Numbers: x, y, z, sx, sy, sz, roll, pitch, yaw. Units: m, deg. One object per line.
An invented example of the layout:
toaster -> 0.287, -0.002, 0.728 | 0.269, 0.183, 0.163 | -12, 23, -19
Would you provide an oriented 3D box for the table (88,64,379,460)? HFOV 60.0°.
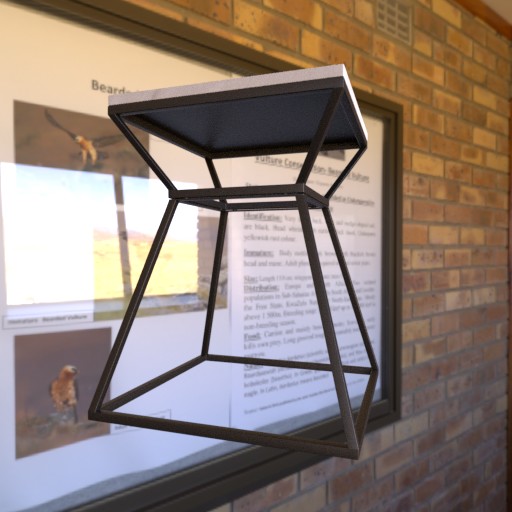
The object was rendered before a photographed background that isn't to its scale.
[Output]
table -> 0.000, 0.000, 0.897 | 0.455, 0.559, 0.455 | 0, 1, 19
